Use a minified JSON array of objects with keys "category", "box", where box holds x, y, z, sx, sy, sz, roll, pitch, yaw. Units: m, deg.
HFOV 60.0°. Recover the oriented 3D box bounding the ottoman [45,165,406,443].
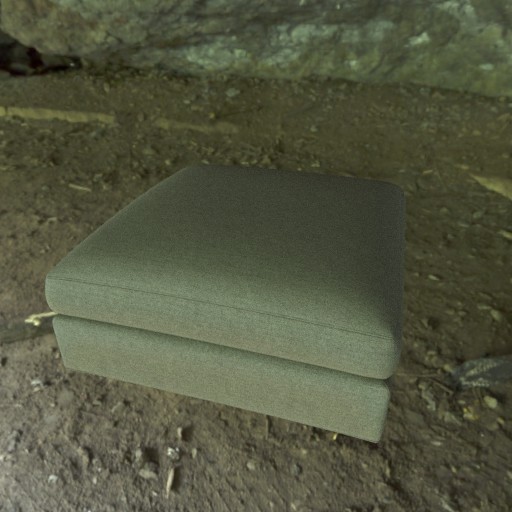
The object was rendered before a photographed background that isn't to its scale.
[{"category":"ottoman","box":[0.000,0.000,1.648,1.041,0.470,1.041,9,31,14]}]
